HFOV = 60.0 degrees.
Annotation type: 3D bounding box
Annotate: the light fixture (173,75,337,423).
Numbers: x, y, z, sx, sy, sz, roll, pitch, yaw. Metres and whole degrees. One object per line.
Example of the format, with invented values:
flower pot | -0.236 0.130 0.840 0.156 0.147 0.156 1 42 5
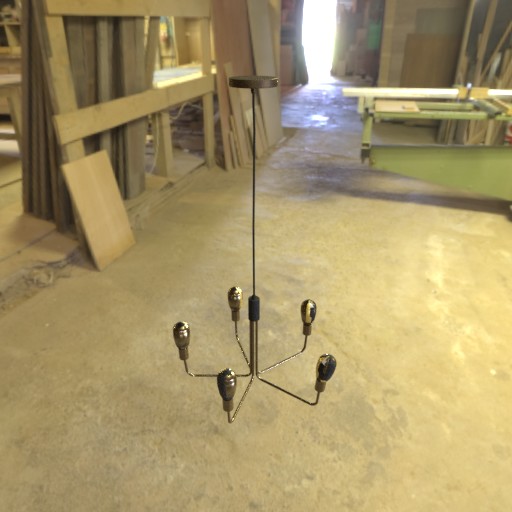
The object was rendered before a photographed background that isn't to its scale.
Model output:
light fixture | 0.000 0.000 1.421 0.588 1.059 0.532 9 28 16
